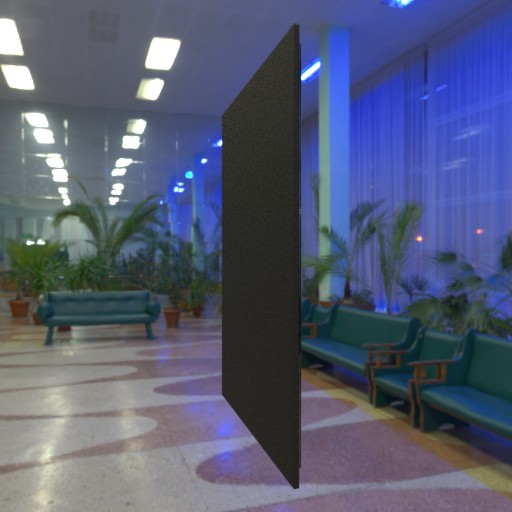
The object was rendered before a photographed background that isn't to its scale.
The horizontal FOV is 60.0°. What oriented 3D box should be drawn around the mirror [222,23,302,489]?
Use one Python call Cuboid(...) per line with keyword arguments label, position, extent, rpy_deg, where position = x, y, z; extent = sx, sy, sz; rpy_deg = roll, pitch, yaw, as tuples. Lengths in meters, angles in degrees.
Cuboid(label="mirror", position=(0.000, 0.000, 1.165), extent=(0.039, 0.914, 0.613), rpy_deg=(0, 0, -18))
